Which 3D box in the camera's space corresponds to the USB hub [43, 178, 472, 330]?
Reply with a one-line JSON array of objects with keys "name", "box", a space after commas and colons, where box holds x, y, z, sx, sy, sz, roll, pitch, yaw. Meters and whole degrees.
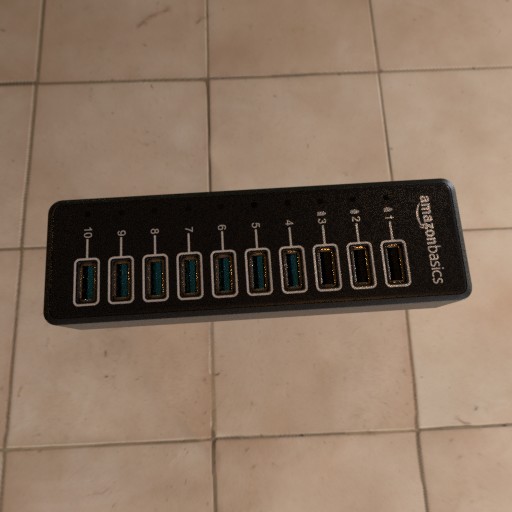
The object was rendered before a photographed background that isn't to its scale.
[{"name": "USB hub", "box": [0.000, 0.000, 0.164, 0.145, 0.023, 0.044, -3, 77, -1]}]
